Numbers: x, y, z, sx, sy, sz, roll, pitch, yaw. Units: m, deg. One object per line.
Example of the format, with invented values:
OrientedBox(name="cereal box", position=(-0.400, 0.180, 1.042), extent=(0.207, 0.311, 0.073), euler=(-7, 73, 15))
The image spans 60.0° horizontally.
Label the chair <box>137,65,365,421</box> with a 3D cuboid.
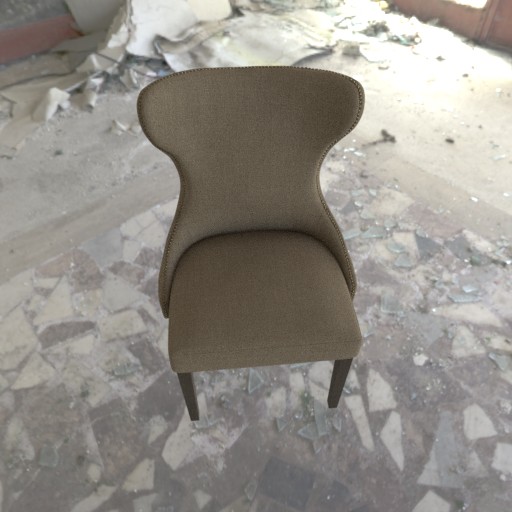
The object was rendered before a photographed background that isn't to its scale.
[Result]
OrientedBox(name="chair", position=(0.000, 0.000, 1.396), extent=(0.628, 0.967, 0.635), euler=(-4, 47, -4))
